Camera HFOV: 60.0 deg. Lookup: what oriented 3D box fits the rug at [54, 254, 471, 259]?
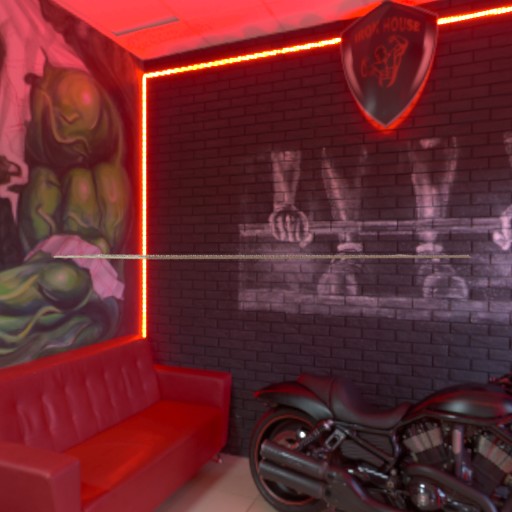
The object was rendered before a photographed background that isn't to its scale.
[{"bbox_3d":[0.000,0.000,4.123,3.052,0.030,2.429,0,0,-35],"label":"rug"}]
